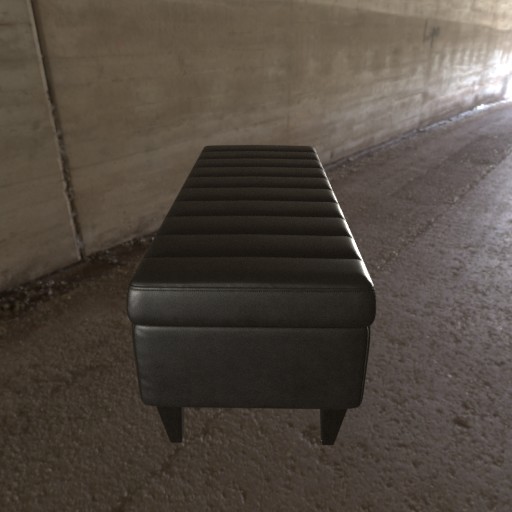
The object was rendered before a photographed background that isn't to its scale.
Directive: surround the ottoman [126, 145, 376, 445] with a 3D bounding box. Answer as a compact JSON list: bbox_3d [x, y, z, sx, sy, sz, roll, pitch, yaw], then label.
[{"bbox_3d":[0.000,0.000,1.411,0.482,0.469,1.151,0,26,1],"label":"ottoman"}]
